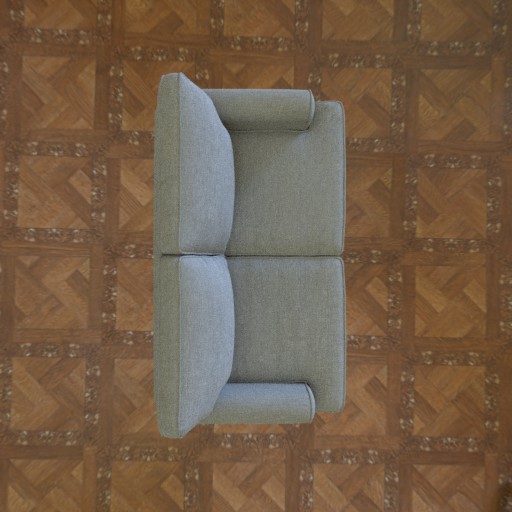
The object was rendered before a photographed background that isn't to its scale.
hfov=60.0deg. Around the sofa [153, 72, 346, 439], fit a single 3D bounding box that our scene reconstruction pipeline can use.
[{"bbox_3d":[0.000,0.000,2.268,0.965,0.965,1.651,0,89,-1],"label":"sofa"}]
